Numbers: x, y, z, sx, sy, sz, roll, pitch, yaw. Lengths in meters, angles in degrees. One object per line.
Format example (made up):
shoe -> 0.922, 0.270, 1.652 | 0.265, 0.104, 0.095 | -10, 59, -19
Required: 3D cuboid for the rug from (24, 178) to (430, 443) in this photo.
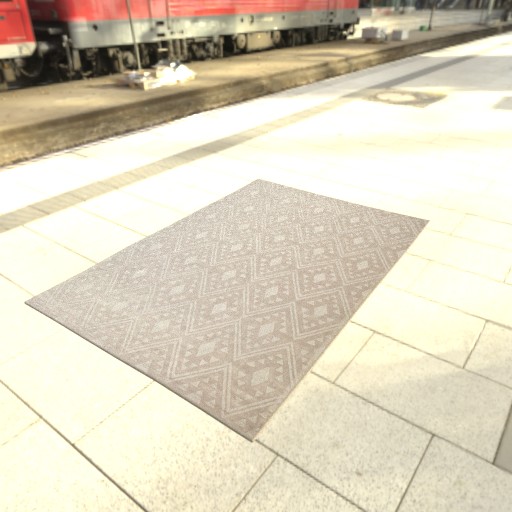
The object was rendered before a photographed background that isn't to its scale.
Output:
rug -> 0.000, 0.000, 2.301 | 1.252, 0.034, 1.829 | 20, 36, 30
